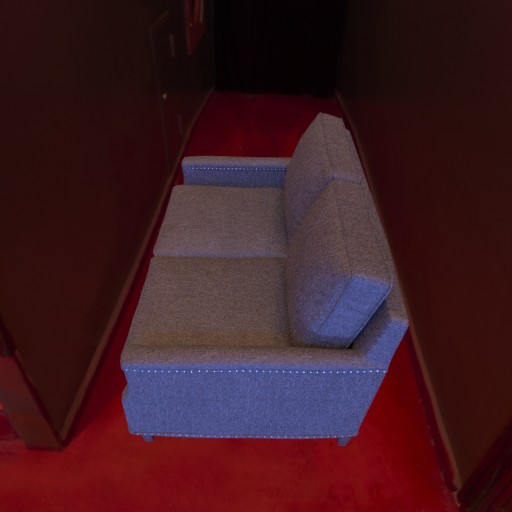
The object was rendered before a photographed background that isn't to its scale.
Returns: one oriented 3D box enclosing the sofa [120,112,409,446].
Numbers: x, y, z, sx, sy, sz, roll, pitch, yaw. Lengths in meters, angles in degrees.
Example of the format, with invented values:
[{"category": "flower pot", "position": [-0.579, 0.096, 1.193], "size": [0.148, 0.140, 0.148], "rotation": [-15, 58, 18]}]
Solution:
[{"category": "sofa", "position": [0.000, 0.000, 2.278], "size": [1.084, 1.003, 1.597], "rotation": [1, 41, 1]}]
